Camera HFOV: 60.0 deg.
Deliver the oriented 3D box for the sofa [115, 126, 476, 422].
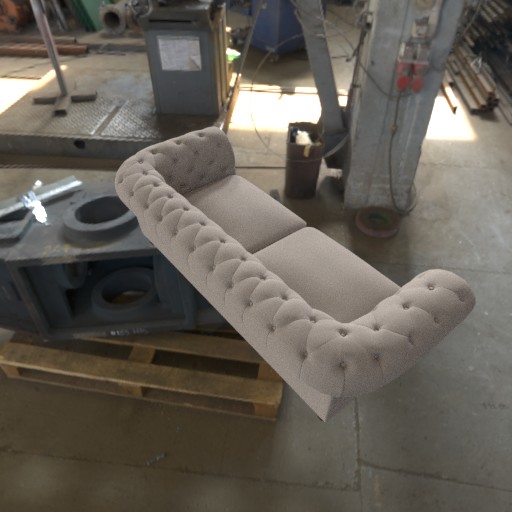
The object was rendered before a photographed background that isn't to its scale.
[{"bbox_3d":[0.000,0.000,2.865,0.991,0.749,2.411,-28,49,-28],"label":"sofa"}]
